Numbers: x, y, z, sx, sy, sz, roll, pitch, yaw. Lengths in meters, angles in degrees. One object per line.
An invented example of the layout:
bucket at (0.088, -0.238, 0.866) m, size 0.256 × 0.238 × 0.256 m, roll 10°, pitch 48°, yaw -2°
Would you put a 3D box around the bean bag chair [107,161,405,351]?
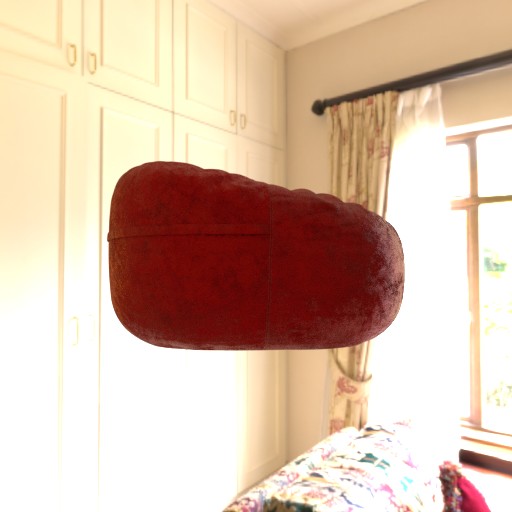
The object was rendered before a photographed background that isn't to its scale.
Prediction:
bean bag chair at (0.000, 0.000, 2.410) m, size 1.524 × 0.878 × 1.524 m, roll 0°, pitch -1°, yaw 0°
